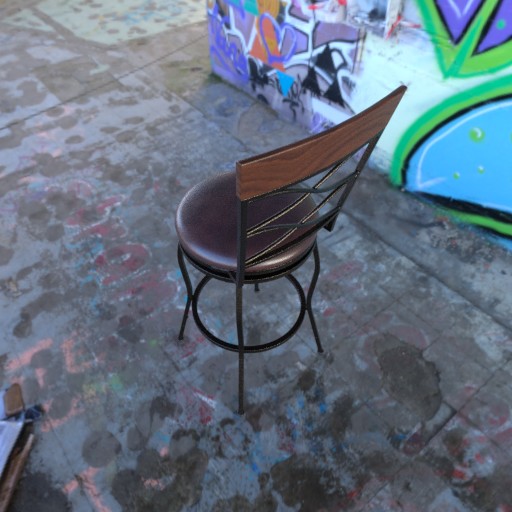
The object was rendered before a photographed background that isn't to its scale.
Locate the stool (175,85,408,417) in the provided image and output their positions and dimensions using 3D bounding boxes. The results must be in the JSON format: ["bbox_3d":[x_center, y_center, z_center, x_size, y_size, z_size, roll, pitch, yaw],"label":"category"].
[{"bbox_3d":[0.000,0.000,1.376,0.448,1.130,0.513,-31,54,-26],"label":"stool"}]
